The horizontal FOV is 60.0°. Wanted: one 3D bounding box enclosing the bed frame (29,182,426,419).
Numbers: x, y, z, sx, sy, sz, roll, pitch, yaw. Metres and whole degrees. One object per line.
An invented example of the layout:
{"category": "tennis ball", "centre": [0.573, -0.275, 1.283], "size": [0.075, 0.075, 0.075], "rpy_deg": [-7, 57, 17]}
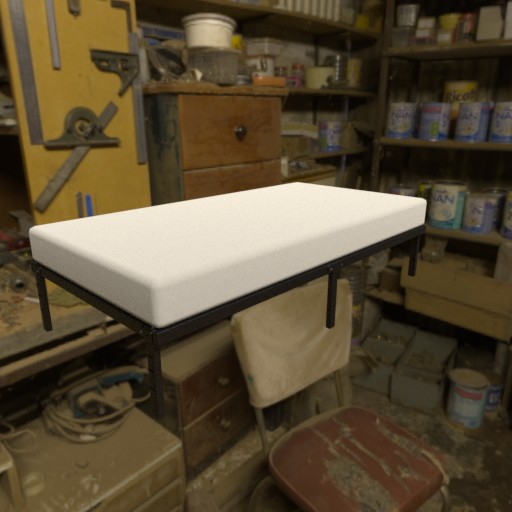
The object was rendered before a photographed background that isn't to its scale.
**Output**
{"category": "bed frame", "centre": [0.000, 0.000, 3.241], "size": [1.393, 0.680, 2.635], "rpy_deg": [16, 24, 41]}
